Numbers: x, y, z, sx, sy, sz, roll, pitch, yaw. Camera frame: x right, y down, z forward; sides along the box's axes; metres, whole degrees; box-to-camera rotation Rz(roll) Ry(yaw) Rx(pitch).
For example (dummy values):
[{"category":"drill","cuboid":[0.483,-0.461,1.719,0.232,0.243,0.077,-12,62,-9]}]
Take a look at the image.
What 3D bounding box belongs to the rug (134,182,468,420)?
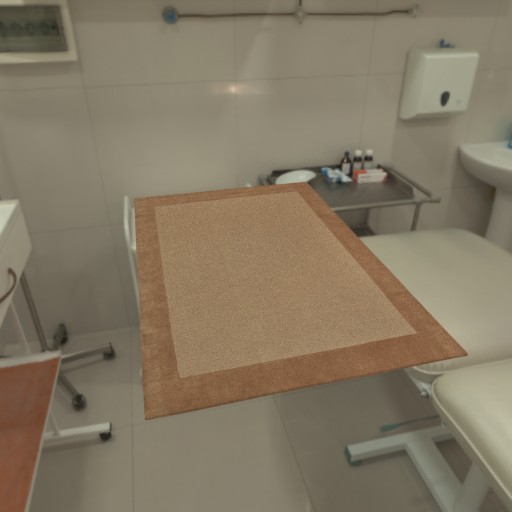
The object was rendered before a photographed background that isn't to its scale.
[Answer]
[{"category":"rug","cuboid":[0.000,0.000,2.334,1.219,0.014,1.829,-8,32,-12]}]
